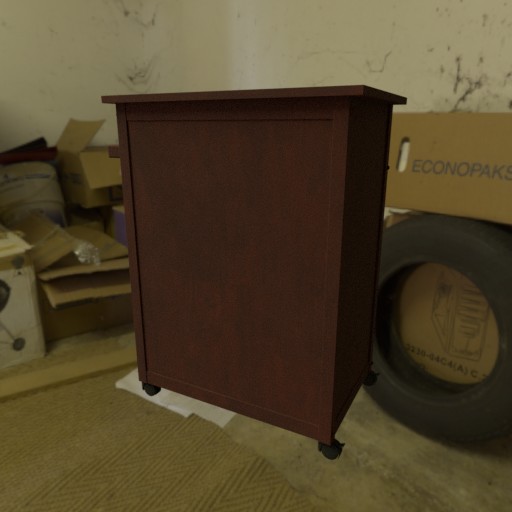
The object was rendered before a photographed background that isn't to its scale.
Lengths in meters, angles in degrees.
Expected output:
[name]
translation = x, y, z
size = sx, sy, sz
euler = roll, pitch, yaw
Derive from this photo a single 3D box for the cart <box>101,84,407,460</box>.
[cart]
translation = 0.000, 0.000, 1.276
size = 0.683, 0.864, 0.442
euler = 9, 18, 27
